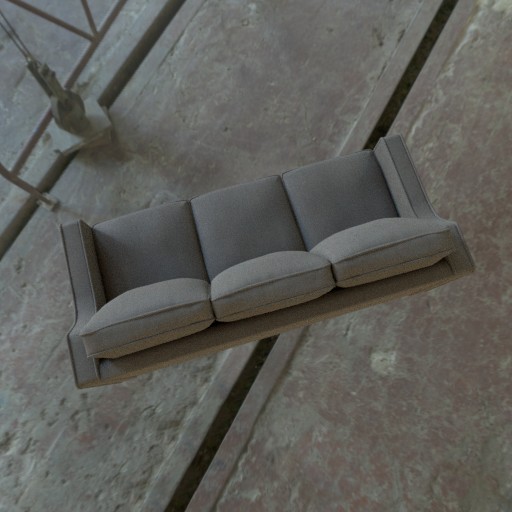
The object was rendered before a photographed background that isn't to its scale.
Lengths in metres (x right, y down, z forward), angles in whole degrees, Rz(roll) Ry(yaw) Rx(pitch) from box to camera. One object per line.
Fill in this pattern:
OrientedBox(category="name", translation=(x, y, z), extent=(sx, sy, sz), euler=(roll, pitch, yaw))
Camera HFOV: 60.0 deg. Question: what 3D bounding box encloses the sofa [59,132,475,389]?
OrientedBox(category="sofa", translation=(0.000, 0.000, 2.529), extent=(1.986, 0.974, 0.911), euler=(-16, 77, -4))
